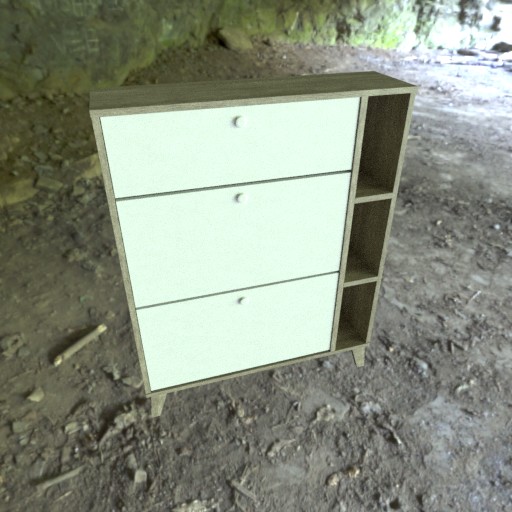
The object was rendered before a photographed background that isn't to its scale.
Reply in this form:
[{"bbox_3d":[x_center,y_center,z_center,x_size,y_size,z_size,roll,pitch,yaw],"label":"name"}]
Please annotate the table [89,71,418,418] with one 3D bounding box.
[{"bbox_3d":[0.000,0.000,1.565,0.902,1.135,0.256,-9,34,-14],"label":"table"}]
